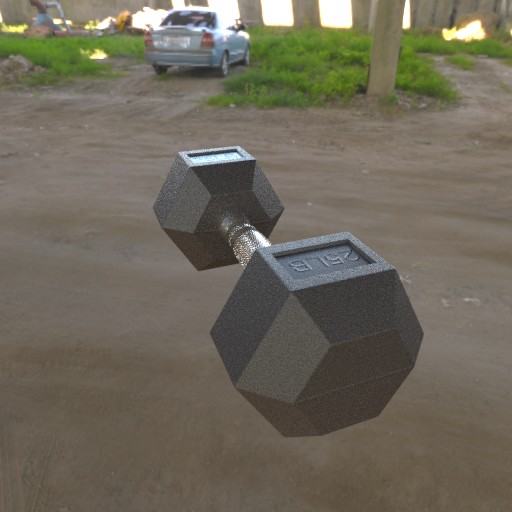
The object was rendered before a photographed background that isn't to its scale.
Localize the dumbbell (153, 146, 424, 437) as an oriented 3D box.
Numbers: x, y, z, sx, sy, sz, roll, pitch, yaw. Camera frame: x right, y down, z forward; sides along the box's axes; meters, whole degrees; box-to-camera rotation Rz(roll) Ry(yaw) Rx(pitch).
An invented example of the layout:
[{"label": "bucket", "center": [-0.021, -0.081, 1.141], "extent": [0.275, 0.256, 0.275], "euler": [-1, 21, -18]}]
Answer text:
[{"label": "dumbbell", "center": [0.000, 0.000, 0.377], "extent": [0.129, 0.113, 0.315], "euler": [-11, 31, -18]}]
